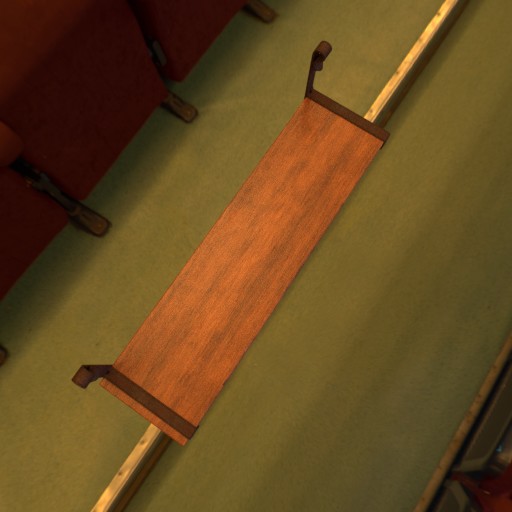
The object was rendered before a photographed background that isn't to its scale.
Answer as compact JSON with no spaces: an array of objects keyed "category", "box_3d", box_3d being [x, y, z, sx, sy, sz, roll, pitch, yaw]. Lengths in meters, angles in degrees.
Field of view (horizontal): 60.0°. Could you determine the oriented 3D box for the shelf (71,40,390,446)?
[{"category":"shelf","box_3d":[0.000,0.000,0.694,0.146,0.330,0.567,33,79,8]}]
